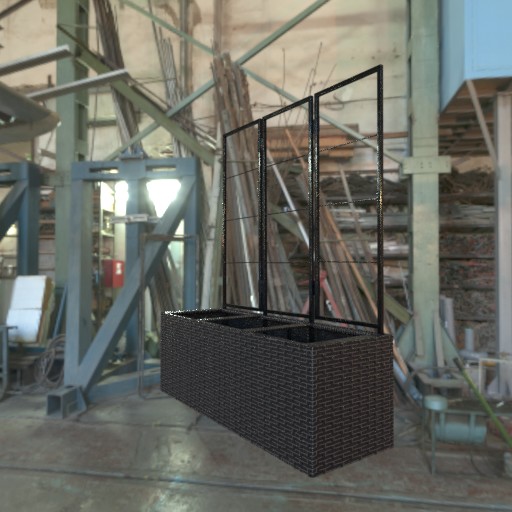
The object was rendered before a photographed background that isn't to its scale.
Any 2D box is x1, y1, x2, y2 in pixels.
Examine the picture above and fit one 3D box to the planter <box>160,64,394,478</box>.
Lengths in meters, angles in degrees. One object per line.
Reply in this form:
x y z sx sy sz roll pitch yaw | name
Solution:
0.000 0.000 1.183 0.244 0.841 0.699 1 -1 -36 | planter
